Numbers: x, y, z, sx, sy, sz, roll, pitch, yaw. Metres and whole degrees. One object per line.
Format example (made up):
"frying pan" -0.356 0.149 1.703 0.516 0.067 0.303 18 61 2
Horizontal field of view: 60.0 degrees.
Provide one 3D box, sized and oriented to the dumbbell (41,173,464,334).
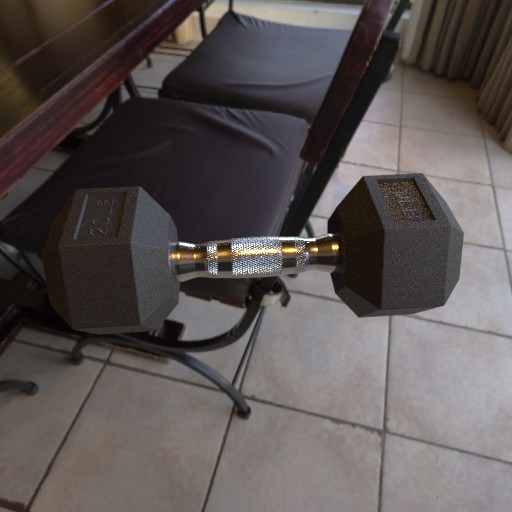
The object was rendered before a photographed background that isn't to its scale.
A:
"dumbbell" 0.000 0.000 0.315 0.272 0.092 0.106 -3 47 -3
